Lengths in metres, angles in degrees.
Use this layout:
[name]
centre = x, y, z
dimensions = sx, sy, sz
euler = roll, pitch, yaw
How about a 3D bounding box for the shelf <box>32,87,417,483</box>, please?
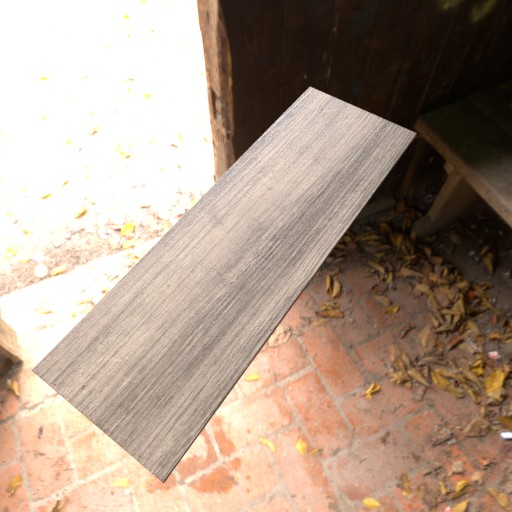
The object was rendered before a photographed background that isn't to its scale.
[shelf]
centre = 0.000, 0.000, 0.660
dimensions = 0.200, 0.125, 0.610
euler = 31, 63, 18
